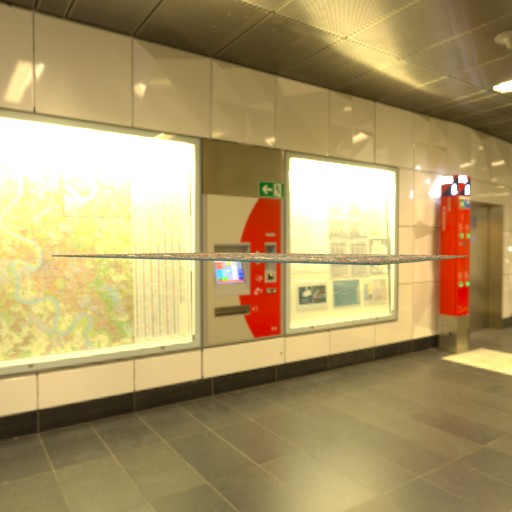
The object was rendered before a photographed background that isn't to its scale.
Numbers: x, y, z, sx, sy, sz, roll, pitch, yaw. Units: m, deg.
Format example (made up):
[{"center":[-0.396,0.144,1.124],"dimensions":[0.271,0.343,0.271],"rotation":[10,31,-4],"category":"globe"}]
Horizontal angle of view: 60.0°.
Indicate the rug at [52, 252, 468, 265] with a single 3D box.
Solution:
[{"center":[0.000,0.000,3.024],"dimensions":[2.373,0.009,1.622],"rotation":[1,2,36],"category":"rug"}]
